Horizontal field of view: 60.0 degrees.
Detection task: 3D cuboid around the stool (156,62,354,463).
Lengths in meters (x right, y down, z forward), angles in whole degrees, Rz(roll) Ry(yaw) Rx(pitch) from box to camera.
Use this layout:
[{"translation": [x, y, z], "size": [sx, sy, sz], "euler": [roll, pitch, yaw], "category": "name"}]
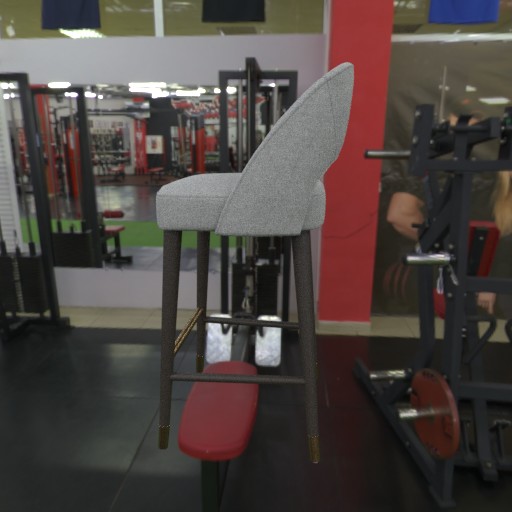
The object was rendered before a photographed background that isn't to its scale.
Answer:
[{"translation": [0.000, 0.000, 1.309], "size": [0.509, 1.037, 0.494], "euler": [2, 15, 7], "category": "stool"}]
